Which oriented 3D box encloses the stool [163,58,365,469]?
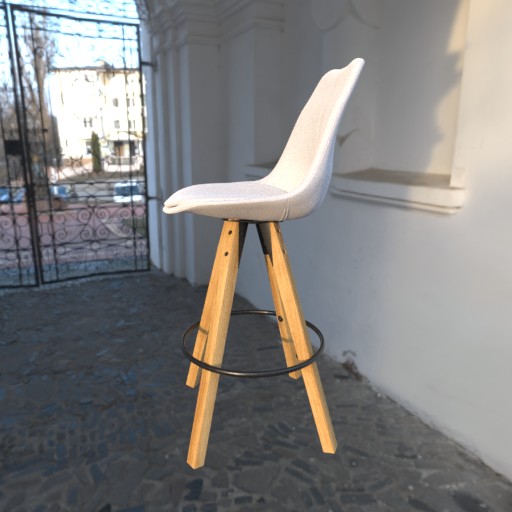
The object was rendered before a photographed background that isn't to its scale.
[{"bbox_3d":[0.000,0.000,1.375,0.550,1.115,0.484,-2,15,-9],"label":"stool"}]
